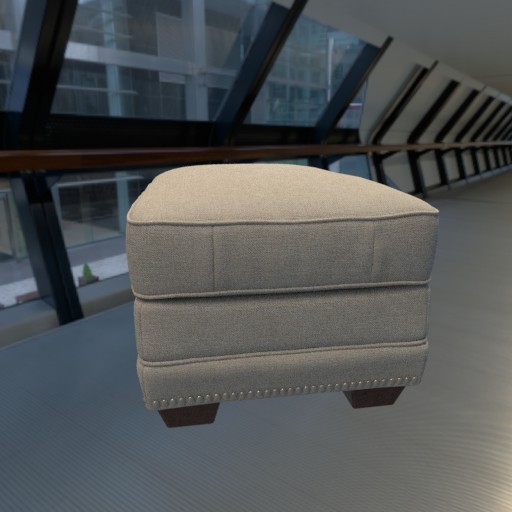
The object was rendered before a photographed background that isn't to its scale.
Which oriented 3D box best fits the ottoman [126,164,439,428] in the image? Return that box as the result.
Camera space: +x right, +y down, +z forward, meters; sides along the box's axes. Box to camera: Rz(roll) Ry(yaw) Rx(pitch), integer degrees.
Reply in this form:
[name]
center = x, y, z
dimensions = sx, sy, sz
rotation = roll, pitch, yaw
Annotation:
[ottoman]
center = 0.000, 0.000, 1.140
dimensions = 0.559, 0.458, 0.813
rotation = -3, 16, -9
